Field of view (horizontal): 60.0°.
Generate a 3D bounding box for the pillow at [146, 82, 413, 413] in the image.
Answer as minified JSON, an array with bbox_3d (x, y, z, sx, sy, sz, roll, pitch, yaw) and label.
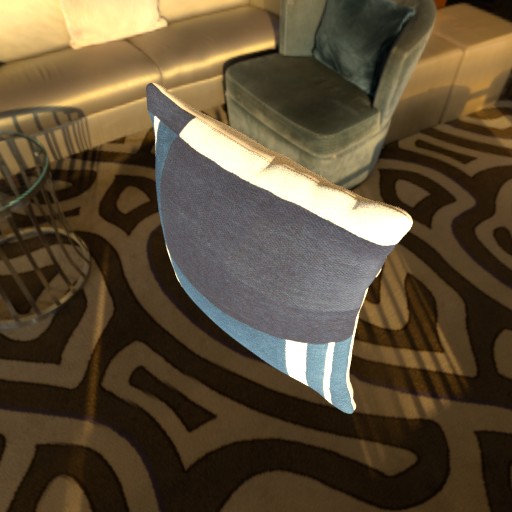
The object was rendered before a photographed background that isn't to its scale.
[{"bbox_3d":[0.000,0.000,0.812,0.536,0.506,0.229,36,57,28],"label":"pillow"}]
